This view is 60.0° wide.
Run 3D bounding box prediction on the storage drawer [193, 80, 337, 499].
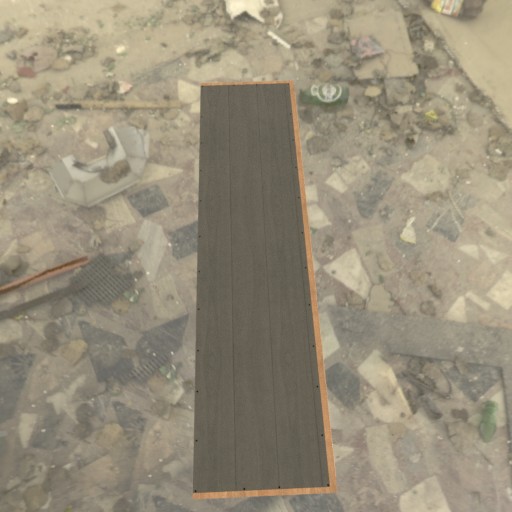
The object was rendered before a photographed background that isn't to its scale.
[{"bbox_3d":[0.000,0.000,2.143,0.538,0.264,2.032,-2,64,-1],"label":"storage drawer"}]
